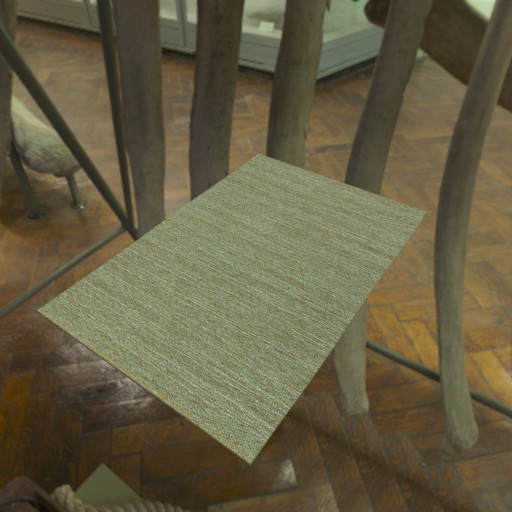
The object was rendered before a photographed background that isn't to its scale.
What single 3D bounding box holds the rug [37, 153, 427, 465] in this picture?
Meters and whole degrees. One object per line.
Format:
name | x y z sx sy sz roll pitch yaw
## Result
rug | 0.000 0.000 2.370 1.240 0.010 1.824 25 48 25
